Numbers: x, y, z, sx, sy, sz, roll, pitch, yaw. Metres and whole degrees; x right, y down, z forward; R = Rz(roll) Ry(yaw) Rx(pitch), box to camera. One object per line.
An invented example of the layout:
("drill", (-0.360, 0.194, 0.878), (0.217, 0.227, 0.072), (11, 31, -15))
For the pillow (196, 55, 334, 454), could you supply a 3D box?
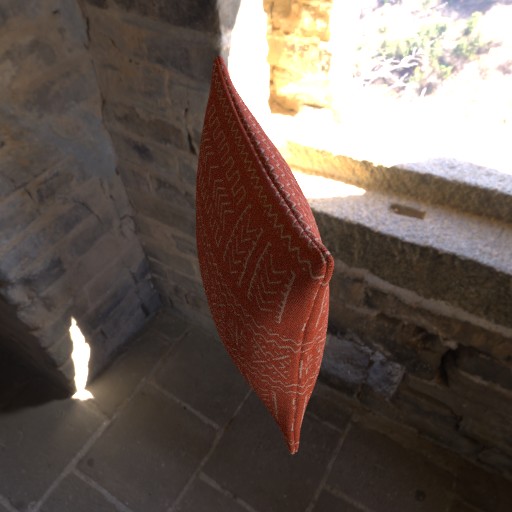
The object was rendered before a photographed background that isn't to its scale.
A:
("pillow", (0.000, 0.000, 0.657), (0.164, 0.429, 0.438), (-12, 48, -11))
